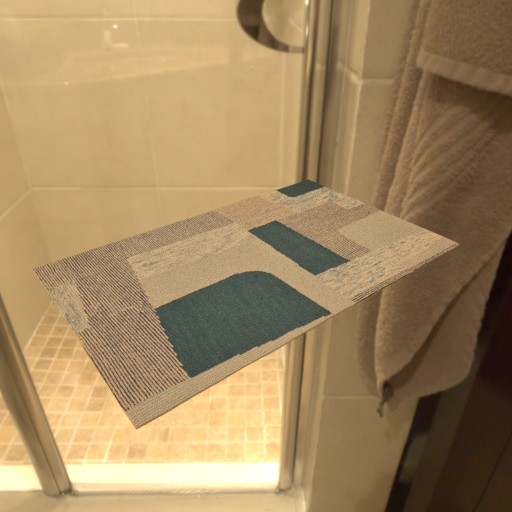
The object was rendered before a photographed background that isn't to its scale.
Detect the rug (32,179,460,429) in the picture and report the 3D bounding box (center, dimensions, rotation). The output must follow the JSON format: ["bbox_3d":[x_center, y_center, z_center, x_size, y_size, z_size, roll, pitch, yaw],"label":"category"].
[{"bbox_3d":[0.000,0.000,2.954,2.436,0.015,1.521,-22,38,-32],"label":"rug"}]
